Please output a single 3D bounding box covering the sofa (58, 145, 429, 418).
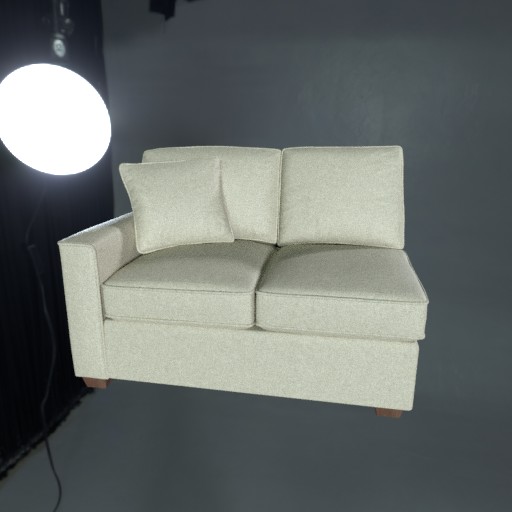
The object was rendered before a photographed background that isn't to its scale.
[{"bbox_3d":[0.000,0.000,2.061,1.388,0.989,0.991,3,15,10],"label":"sofa"}]
